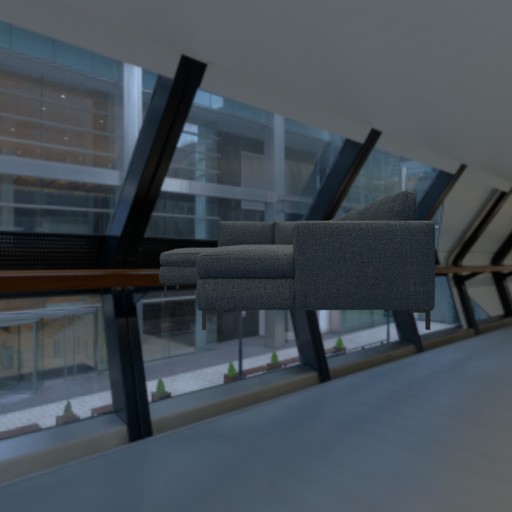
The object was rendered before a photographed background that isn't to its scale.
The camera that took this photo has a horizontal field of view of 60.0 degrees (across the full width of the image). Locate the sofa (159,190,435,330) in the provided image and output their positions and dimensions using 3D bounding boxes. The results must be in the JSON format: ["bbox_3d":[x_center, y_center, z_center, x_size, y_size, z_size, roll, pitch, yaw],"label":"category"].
[{"bbox_3d":[0.000,0.000,3.637,1.879,0.753,2.737,0,0,0],"label":"sofa"}]
